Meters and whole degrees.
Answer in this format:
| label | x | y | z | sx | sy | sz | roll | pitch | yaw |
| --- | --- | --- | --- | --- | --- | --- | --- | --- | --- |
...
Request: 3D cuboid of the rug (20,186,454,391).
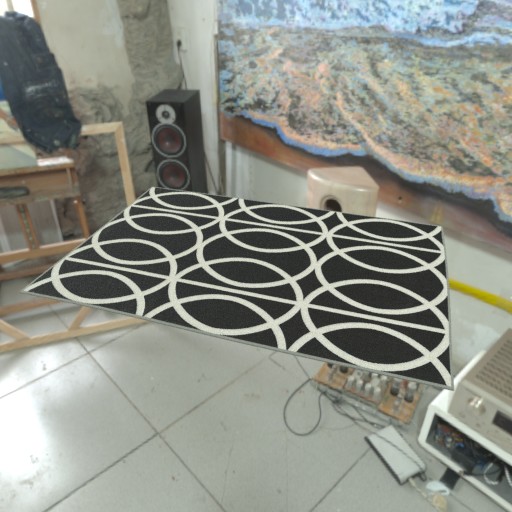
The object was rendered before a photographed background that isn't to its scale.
| label | x | y | z | sx | sy | sz | roll | pitch | yaw |
| --- | --- | --- | --- | --- | --- | --- | --- | --- | --- |
| rug | 0.000 | 0.000 | 2.791 | 2.290 | 0.014 | 1.526 | 10 | 34 | 15 |
